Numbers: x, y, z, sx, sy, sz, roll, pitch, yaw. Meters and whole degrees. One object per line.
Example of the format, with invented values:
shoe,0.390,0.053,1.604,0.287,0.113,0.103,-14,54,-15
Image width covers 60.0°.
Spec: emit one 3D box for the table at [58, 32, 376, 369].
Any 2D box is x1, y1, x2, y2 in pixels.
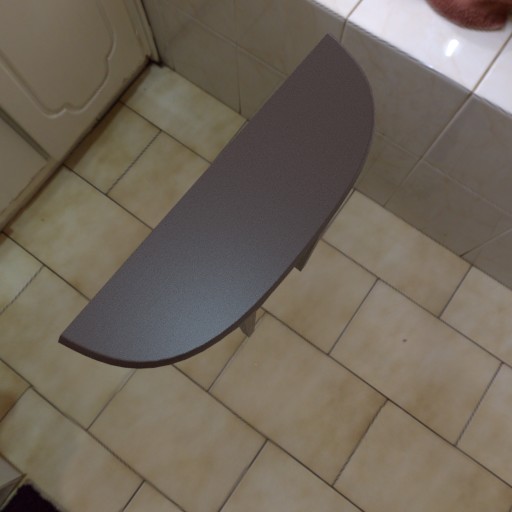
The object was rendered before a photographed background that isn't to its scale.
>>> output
table,0.000,0.000,1.323,0.274,0.831,0.909,38,79,8
